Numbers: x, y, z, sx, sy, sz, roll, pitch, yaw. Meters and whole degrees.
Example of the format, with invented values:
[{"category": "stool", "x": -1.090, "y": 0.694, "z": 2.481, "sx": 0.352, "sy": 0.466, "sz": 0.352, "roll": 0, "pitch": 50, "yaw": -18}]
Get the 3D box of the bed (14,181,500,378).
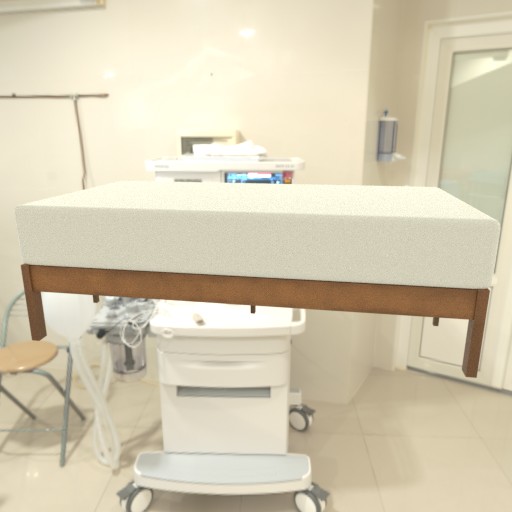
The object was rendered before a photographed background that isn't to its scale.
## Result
[{"category": "bed", "x": 0.000, "y": 0.000, "z": 2.227, "sx": 1.902, "sy": 0.616, "sz": 0.961, "roll": 3, "pitch": 16, "yaw": 9}]
